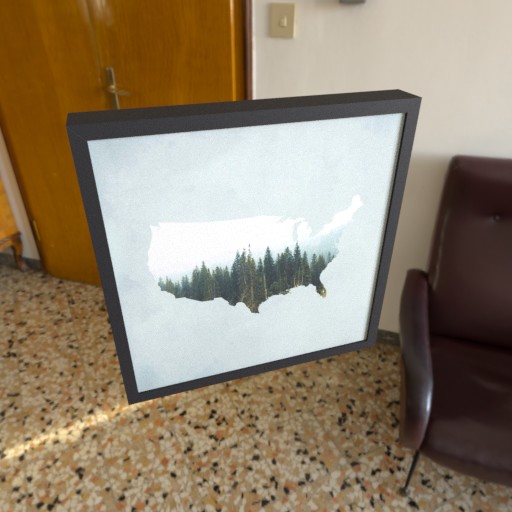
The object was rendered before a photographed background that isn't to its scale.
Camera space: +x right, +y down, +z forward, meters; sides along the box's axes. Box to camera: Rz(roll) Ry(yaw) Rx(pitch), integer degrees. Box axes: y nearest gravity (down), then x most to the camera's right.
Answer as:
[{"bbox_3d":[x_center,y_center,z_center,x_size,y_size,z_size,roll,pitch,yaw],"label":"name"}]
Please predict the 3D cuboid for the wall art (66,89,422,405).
[{"bbox_3d":[0.000,0.000,0.458,0.304,0.304,0.038,-10,33,-15],"label":"wall art"}]
